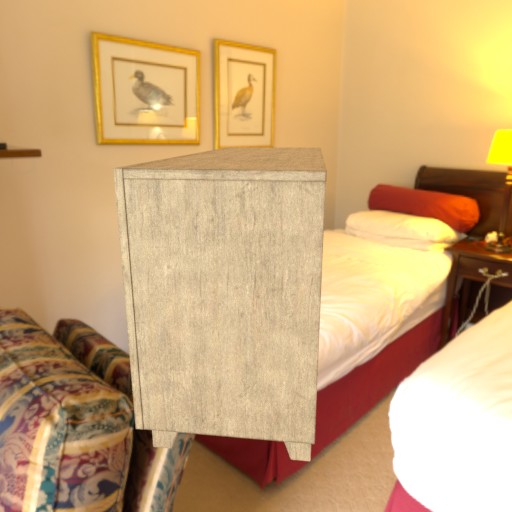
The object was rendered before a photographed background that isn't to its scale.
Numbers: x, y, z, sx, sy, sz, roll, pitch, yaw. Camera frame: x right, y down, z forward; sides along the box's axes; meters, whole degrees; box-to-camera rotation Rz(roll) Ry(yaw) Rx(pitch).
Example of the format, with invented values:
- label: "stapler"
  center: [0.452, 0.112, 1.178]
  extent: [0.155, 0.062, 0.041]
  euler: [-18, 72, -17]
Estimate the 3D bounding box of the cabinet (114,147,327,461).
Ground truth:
- label: "cabinet"
  center: [0.000, 0.000, 1.836]
  extent: [0.511, 0.825, 1.460]
  euler: [2, 16, 7]
